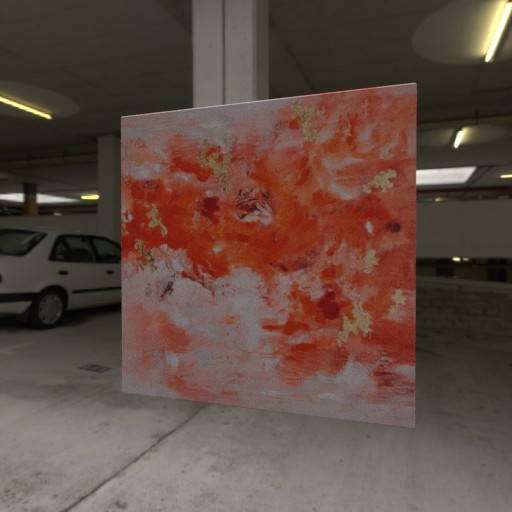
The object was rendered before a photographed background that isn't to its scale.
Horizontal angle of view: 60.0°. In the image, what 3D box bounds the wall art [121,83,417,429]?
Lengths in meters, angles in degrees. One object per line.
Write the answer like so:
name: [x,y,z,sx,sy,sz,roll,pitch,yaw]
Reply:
wall art: [0.000,0.000,1.102,0.747,0.746,0.064,0,1,19]
